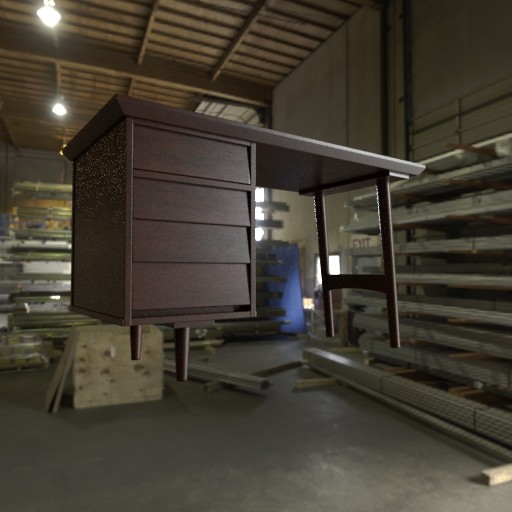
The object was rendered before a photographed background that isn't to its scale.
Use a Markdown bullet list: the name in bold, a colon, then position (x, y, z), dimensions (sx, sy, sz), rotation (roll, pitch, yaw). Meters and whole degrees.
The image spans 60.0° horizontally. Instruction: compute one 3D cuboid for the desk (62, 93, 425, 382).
- **desk**: position (0.000, 0.000, 1.696), dimensions (1.277, 0.758, 0.612), rotation (2, -3, -35)
